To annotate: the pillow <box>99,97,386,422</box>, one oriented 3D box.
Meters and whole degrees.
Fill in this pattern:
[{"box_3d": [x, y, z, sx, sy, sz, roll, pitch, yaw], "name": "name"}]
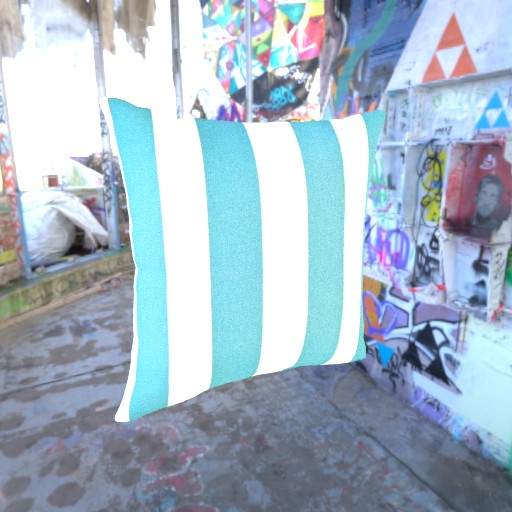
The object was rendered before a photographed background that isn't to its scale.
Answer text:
[{"box_3d": [0.000, 0.000, 0.807, 0.536, 0.526, 0.189, -7, 15, -25], "name": "pillow"}]
